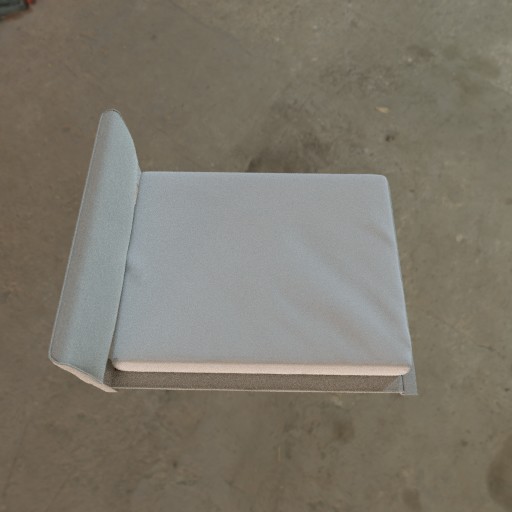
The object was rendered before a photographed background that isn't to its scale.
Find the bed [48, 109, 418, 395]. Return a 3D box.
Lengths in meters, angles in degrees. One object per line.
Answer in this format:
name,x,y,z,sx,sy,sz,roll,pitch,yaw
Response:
bed,0.000,0.000,3.489,2.498,1.126,1.980,1,64,0
